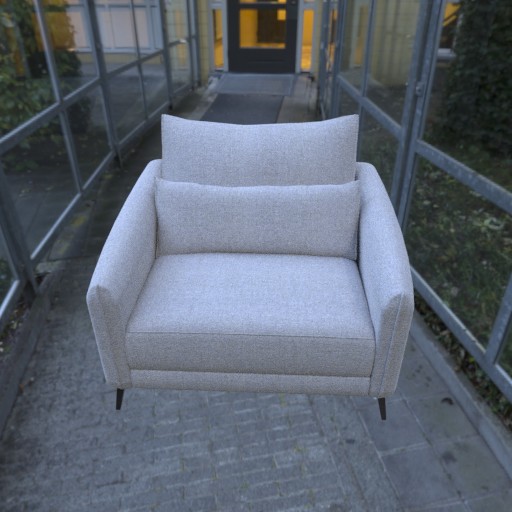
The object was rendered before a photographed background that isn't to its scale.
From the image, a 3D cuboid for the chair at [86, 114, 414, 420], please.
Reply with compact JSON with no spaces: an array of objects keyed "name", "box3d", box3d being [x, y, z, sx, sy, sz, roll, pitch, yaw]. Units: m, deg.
[{"name":"chair","box3d":[0.000,0.000,1.625,1.029,0.856,0.801,1,31,2]}]
